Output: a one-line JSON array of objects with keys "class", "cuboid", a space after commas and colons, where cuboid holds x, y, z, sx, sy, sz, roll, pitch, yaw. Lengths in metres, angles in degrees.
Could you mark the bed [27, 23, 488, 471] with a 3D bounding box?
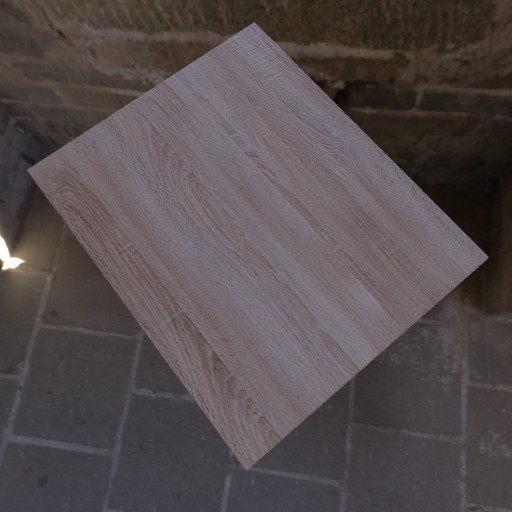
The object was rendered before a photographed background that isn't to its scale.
[{"class": "bed", "cuboid": [0.000, 0.000, 0.764, 0.401, 0.420, 0.460, -38, 77, -10]}]
